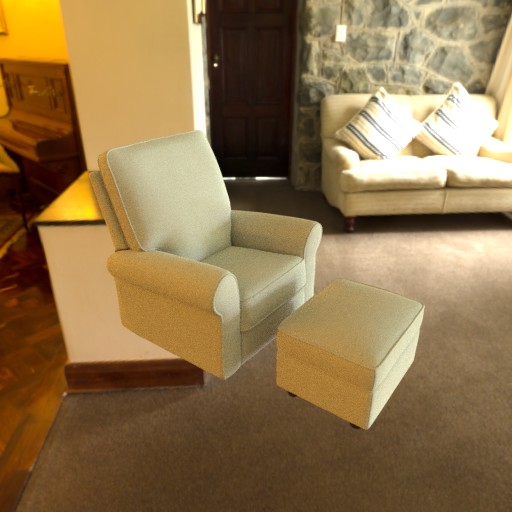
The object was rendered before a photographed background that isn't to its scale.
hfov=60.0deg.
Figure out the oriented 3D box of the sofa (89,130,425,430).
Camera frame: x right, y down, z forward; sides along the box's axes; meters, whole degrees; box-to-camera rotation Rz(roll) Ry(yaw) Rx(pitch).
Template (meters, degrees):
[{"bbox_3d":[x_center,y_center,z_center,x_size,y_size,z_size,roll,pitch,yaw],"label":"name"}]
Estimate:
[{"bbox_3d":[0.000,0.000,2.085,1.478,0.959,0.880,18,31,32],"label":"sofa"}]
